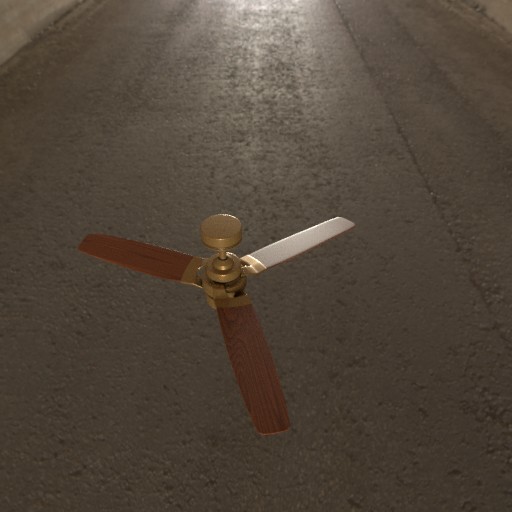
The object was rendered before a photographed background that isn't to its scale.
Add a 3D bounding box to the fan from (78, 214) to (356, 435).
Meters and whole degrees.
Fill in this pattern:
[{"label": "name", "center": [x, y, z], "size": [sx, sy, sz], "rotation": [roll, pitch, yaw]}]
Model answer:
[{"label": "fan", "center": [0.000, 0.000, 2.029], "size": [1.271, 0.425, 1.416], "rotation": [-24, 46, -26]}]
